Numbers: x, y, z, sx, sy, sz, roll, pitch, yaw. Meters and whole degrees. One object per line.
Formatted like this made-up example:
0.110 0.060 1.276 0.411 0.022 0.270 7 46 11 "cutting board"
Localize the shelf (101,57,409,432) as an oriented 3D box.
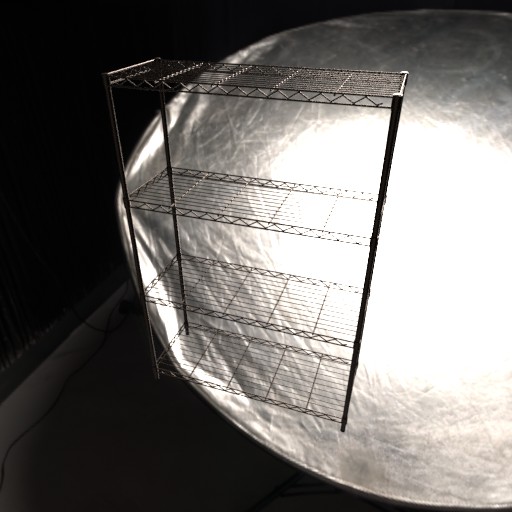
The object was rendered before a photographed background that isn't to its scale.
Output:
0.000 0.000 1.754 0.907 1.361 0.352 10 34 16 "shelf"
